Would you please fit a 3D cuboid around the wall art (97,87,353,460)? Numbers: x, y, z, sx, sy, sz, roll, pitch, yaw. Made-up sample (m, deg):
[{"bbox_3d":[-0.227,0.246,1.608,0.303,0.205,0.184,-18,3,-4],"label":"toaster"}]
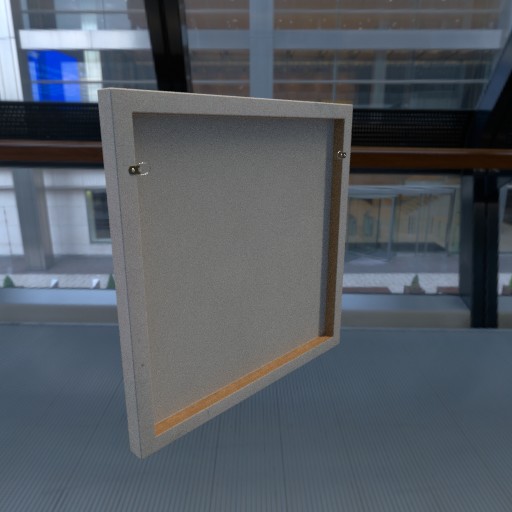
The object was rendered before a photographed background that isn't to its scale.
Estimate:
[{"bbox_3d":[0.000,0.000,0.913,0.040,0.612,0.612,15,22,42],"label":"wall art"}]
